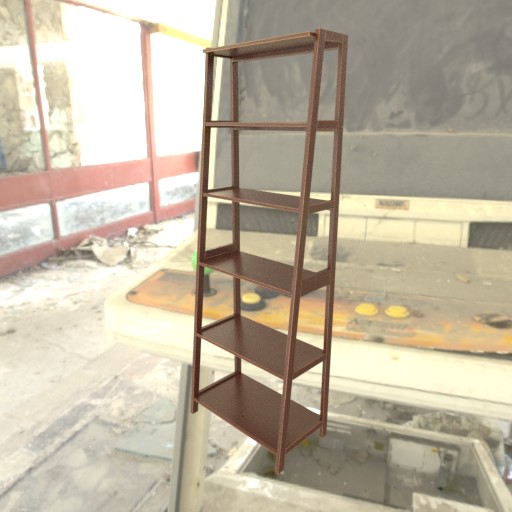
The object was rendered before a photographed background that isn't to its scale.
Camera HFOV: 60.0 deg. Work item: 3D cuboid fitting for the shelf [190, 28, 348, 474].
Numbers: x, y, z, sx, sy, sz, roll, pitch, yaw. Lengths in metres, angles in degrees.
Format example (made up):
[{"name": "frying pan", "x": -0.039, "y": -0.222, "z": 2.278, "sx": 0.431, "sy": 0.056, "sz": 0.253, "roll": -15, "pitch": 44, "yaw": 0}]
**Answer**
[{"name": "shelf", "x": 0.000, "y": 0.000, "z": 2.125, "sx": 0.660, "sy": 1.892, "sz": 0.381, "roll": 16, "pitch": 23, "yaw": 42}]
